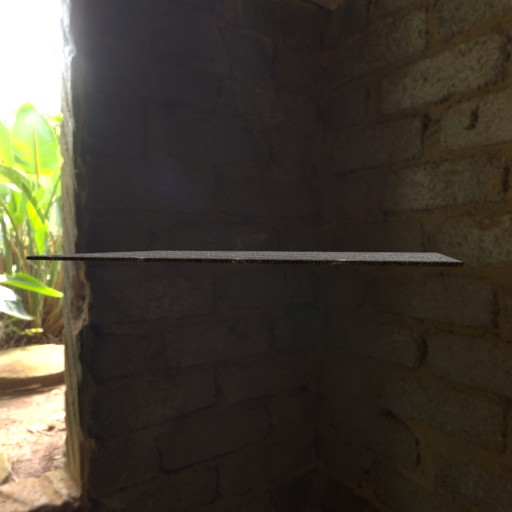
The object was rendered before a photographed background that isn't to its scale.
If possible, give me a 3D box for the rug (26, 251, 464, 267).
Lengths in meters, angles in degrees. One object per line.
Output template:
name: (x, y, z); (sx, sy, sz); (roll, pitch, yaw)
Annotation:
rug: (0.000, 0.000, 3.433); (2.743, 0.030, 1.778); (1, 2, 19)
